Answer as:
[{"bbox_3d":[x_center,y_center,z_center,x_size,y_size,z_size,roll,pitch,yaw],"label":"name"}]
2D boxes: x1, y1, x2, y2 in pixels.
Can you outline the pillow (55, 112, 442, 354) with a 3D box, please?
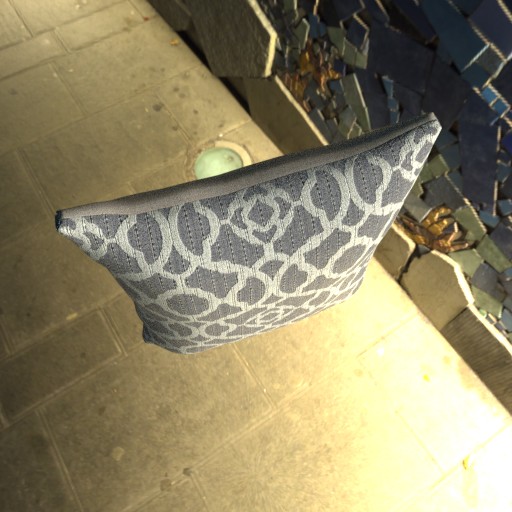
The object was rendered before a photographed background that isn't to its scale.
[{"bbox_3d":[0.000,0.000,0.768,0.508,0.498,0.215,-16,65,-8],"label":"pillow"}]
